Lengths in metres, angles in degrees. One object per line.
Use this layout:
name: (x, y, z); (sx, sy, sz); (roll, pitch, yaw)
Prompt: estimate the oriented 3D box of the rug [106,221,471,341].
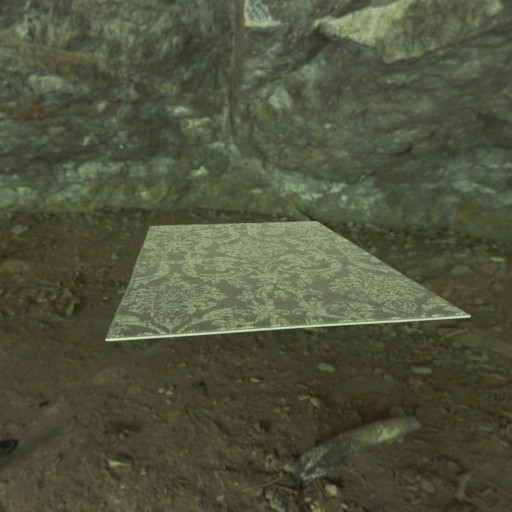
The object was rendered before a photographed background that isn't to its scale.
rug: (0.000, 0.000, 2.298); (1.206, 0.012, 1.824); (-2, 15, -9)
